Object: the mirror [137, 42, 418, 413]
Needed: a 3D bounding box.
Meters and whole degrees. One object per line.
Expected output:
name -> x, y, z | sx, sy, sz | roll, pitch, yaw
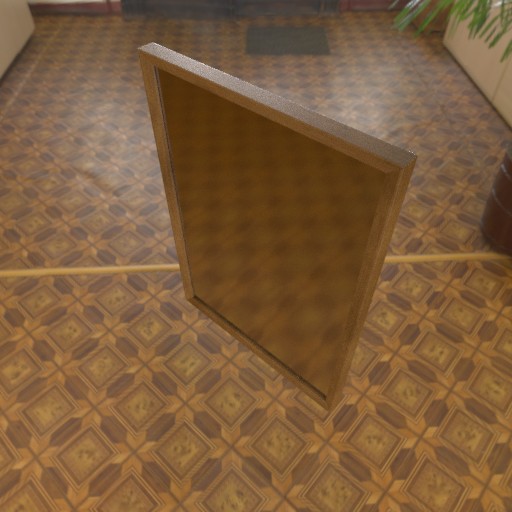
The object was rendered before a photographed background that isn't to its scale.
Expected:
mirror -> 0.000, 0.000, 0.912 | 0.508, 0.711, 0.039 | 33, 56, 27
